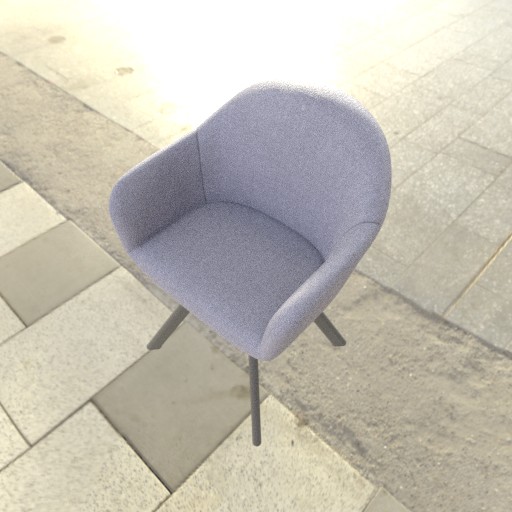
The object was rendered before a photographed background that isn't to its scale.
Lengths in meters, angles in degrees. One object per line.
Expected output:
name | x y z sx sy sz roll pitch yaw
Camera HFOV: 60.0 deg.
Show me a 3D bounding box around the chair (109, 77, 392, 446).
chair | 0.000 0.000 1.203 0.590 0.795 0.550 33 55 27
